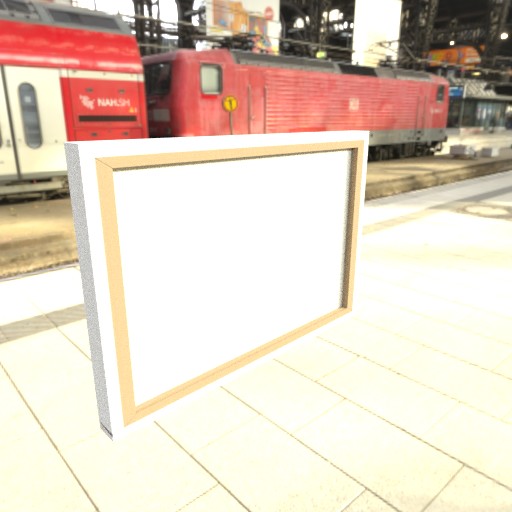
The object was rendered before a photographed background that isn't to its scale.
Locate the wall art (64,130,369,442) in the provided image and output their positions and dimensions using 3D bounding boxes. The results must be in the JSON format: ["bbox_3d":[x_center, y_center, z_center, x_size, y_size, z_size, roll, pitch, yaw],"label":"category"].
[{"bbox_3d":[0.000,0.000,0.786,0.608,0.414,0.042,-16,24,-42],"label":"wall art"}]
